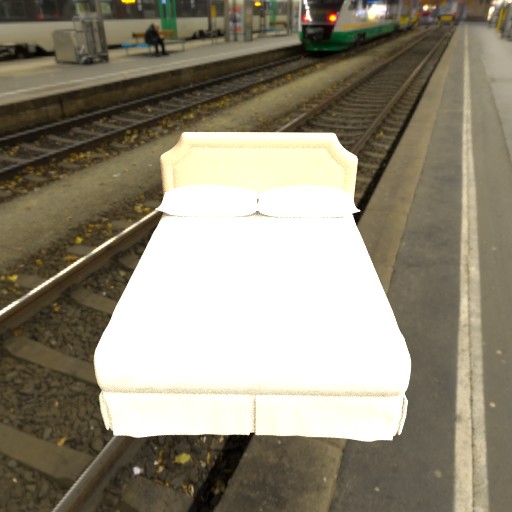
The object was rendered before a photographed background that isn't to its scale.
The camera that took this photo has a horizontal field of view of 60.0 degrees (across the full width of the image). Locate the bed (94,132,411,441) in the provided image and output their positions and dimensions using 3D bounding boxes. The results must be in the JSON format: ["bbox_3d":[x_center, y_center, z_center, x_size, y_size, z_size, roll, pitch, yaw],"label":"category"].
[{"bbox_3d":[0.000,0.000,3.820,2.134,1.524,2.548,1,29,1],"label":"bed"}]
